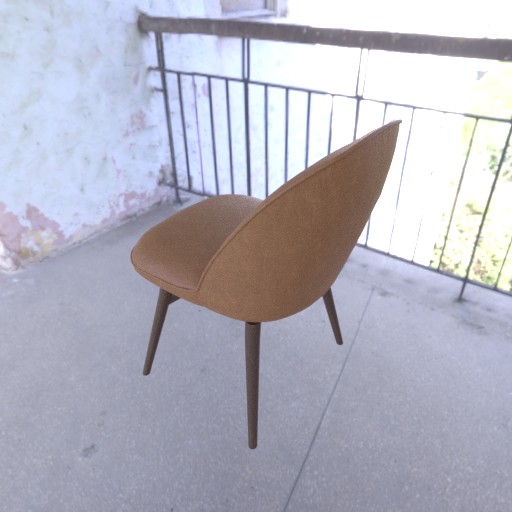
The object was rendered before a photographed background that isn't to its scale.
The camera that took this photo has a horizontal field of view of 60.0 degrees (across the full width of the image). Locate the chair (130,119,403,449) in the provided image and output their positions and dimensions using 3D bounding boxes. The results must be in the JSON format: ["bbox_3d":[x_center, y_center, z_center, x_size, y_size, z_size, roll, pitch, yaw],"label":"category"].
[{"bbox_3d":[0.000,0.000,1.236,0.631,0.831,0.521,22,39,30],"label":"chair"}]
